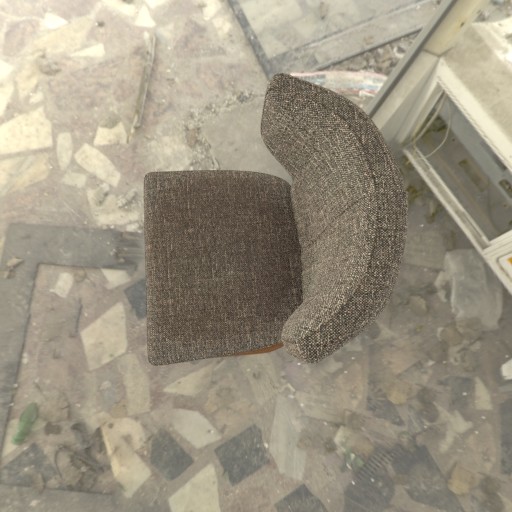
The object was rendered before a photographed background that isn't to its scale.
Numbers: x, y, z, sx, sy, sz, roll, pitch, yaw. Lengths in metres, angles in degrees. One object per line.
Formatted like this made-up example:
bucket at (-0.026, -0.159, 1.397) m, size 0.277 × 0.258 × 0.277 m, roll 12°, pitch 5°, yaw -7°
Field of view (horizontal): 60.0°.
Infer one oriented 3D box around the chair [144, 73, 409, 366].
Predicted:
chair at (0.000, 0.000, 1.249) m, size 0.617 × 0.824 × 0.611 m, roll -5°, pitch 76°, yaw -1°
